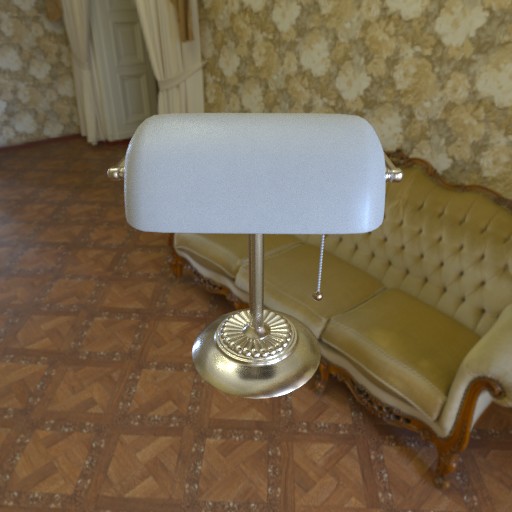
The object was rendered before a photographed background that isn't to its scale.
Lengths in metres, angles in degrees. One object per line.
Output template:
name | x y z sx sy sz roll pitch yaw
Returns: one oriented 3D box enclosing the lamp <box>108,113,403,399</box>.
lamp | 0.000 0.000 0.507 0.264 0.339 0.243 1 30 1
